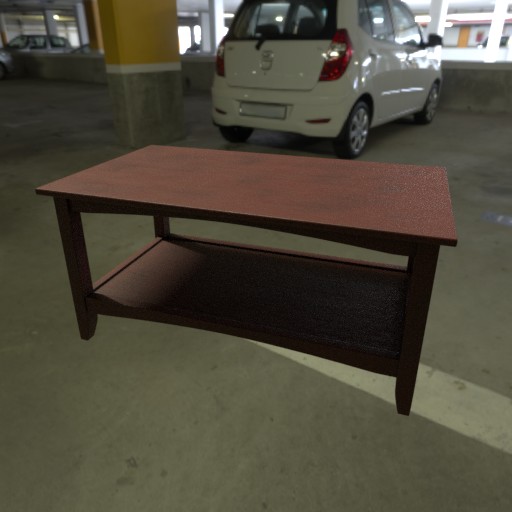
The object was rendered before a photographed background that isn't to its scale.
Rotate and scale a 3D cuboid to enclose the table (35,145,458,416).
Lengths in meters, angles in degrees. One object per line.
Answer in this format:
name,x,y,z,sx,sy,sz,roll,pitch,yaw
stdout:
table,0.000,0.000,1.251,0.943,0.456,0.533,8,27,17
